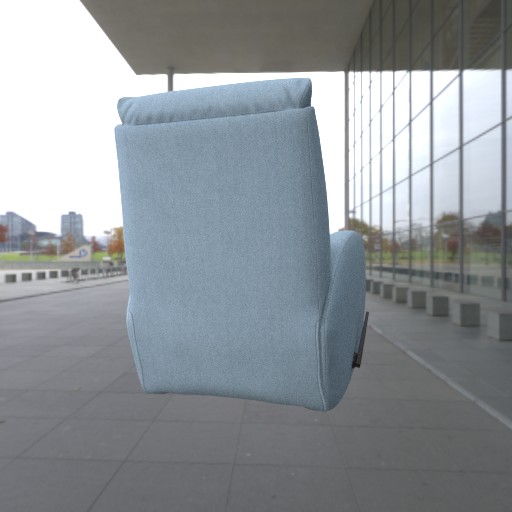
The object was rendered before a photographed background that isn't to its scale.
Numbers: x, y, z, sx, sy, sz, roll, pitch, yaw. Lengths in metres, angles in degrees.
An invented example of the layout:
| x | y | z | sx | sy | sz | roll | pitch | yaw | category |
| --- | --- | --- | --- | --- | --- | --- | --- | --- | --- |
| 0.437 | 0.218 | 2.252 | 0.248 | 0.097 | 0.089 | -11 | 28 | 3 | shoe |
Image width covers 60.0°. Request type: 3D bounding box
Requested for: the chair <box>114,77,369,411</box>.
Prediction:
| x | y | z | sx | sy | sz | roll | pitch | yaw | category |
| --- | --- | --- | --- | --- | --- | --- | --- | --- | --- |
| 0.000 | 0.000 | 1.680 | 0.812 | 1.013 | 0.940 | 0 | 0 | 17 | chair |
